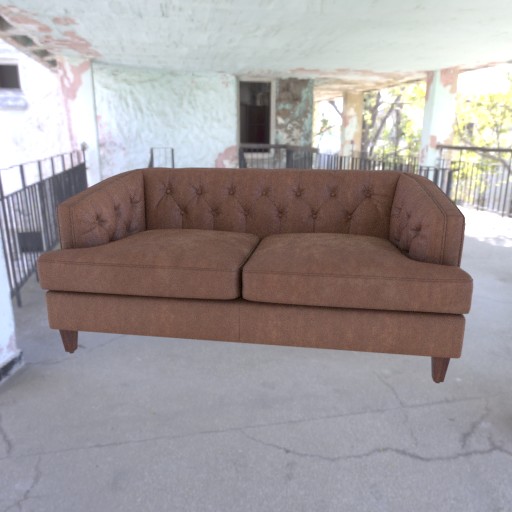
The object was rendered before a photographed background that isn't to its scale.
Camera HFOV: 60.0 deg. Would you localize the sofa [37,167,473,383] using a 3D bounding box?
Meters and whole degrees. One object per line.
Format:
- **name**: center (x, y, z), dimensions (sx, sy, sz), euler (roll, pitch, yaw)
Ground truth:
- **sofa**: center (0.000, 0.000, 2.173), dimensions (1.755, 0.786, 0.914), euler (2, 16, 9)
